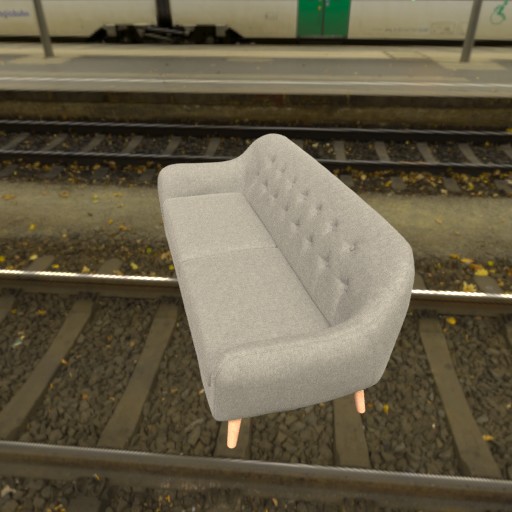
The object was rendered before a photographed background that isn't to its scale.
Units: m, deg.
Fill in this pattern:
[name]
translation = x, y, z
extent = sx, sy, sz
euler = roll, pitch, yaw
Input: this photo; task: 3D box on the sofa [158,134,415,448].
[sofa]
translation = 0.000, 0.000, 2.297
extent = 0.820, 0.820, 1.840
euler = -9, 33, -14
